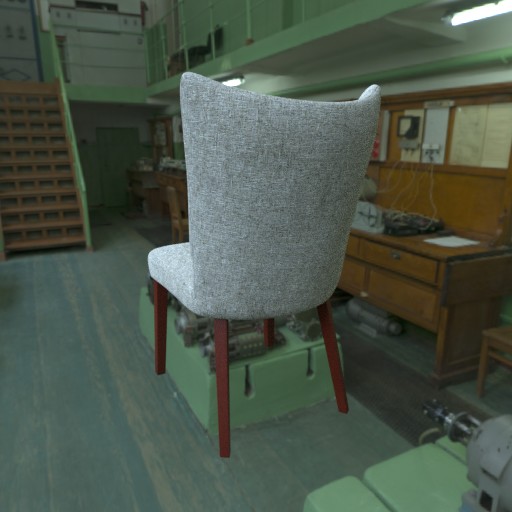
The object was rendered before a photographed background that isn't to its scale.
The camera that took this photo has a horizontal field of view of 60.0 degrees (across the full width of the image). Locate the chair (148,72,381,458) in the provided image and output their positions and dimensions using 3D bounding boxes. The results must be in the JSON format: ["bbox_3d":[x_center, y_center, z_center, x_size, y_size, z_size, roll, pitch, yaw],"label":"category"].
[{"bbox_3d":[0.000,0.000,1.283,0.535,0.924,0.623,-8,17,-28],"label":"chair"}]
